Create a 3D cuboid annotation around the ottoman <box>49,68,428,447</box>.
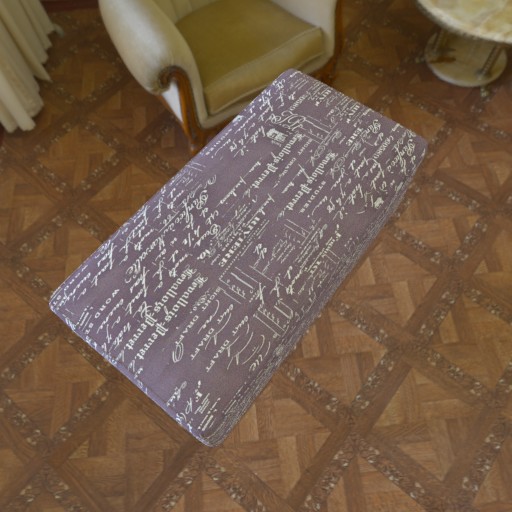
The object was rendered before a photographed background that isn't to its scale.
[{"bbox_3d":[0.000,0.000,1.101,0.406,0.457,0.813,35,69,16],"label":"ottoman"}]
